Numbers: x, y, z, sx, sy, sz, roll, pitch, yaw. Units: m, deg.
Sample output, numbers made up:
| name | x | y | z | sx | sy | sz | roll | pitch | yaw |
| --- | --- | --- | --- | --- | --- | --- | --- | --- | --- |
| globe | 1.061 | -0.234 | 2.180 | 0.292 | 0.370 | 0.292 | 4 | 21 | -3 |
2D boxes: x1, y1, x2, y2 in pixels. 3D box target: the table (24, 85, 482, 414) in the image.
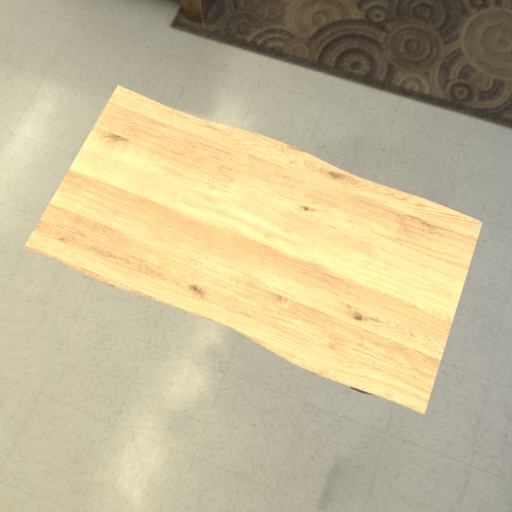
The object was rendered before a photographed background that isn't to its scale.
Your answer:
| name | x | y | z | sx | sy | sz | roll | pitch | yaw |
| --- | --- | --- | --- | --- | --- | --- | --- | --- | --- |
| table | 0.000 | 0.000 | 2.293 | 1.800 | 0.780 | 0.900 | 22 | 76 | 6 |
